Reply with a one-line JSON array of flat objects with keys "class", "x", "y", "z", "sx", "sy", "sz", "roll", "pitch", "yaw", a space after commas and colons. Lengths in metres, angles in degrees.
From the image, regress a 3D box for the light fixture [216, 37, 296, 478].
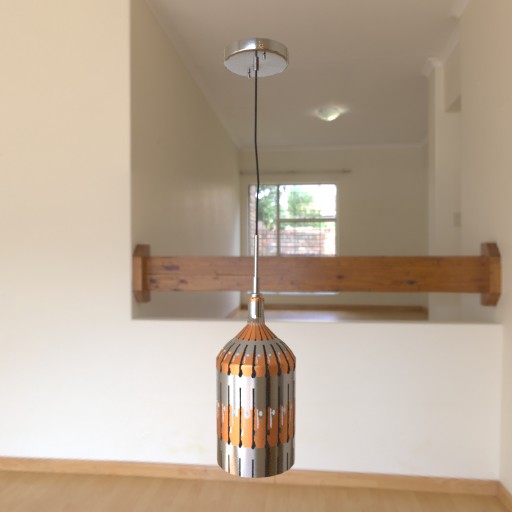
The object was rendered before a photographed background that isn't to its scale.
[{"class": "light fixture", "x": 0.000, "y": 0.000, "z": 1.680, "sx": 0.303, "sy": 1.535, "sz": 0.303, "roll": 0, "pitch": 0, "yaw": 0}]
